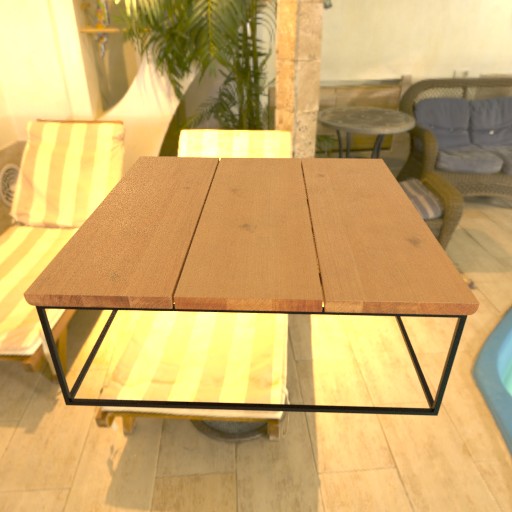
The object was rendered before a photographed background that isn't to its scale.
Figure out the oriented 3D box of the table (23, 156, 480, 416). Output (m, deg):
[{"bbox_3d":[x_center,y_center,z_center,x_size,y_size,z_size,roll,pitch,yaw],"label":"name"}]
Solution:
[{"bbox_3d":[0.000,0.000,1.642,1.100,0.400,1.100,1,30,2],"label":"table"}]
